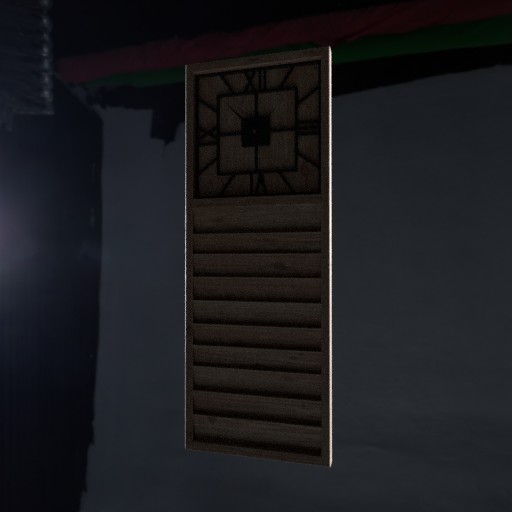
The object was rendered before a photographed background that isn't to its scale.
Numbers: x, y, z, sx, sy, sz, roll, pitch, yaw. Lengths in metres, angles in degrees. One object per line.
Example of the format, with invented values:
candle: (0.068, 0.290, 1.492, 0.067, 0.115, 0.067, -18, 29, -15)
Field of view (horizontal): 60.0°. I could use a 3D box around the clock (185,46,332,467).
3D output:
clock: (0.000, 0.000, 1.078, 0.361, 0.965, 0.030, 0, -1, 16)
